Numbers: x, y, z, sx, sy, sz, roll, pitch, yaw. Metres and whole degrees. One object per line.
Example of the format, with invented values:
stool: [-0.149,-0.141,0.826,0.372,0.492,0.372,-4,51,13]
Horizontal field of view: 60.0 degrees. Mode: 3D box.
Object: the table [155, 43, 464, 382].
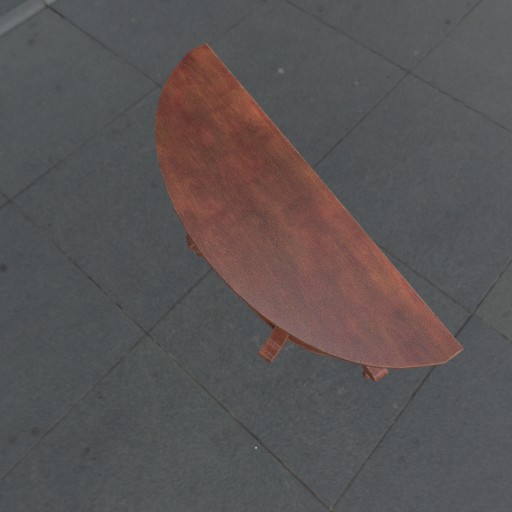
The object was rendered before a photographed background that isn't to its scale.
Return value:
table: [0.000,0.000,1.527,0.394,0.699,1.198,-31,70,-13]
